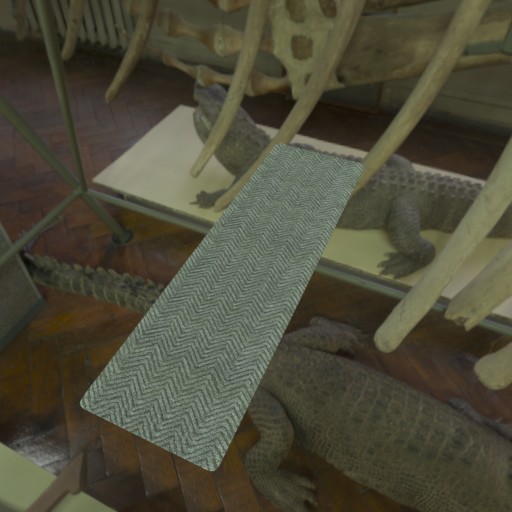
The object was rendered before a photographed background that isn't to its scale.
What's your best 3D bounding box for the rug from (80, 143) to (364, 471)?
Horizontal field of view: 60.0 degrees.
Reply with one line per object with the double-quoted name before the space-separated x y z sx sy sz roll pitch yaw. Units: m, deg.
"rug" 0.000 0.000 2.561 0.686 0.008 2.286 18 49 16
